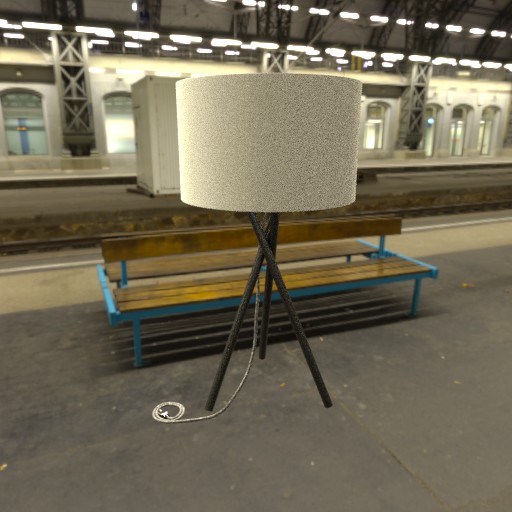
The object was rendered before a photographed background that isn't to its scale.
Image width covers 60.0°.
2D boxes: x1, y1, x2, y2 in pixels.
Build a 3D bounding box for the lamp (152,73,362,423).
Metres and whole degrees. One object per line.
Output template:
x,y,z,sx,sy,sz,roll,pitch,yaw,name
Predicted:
0.000,0.000,0.924,0.353,0.674,0.422,15,21,43,lamp
